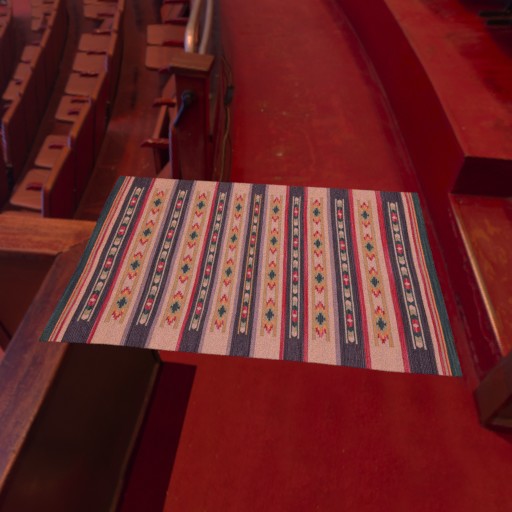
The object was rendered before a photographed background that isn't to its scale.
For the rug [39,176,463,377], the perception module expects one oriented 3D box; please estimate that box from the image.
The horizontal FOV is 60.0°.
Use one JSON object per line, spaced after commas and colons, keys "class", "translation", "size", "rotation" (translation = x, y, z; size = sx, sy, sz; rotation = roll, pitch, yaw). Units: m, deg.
{"class": "rug", "translation": [0.000, 0.000, 2.903], "size": [2.311, 0.010, 1.522], "rotation": [4, 47, 4]}
